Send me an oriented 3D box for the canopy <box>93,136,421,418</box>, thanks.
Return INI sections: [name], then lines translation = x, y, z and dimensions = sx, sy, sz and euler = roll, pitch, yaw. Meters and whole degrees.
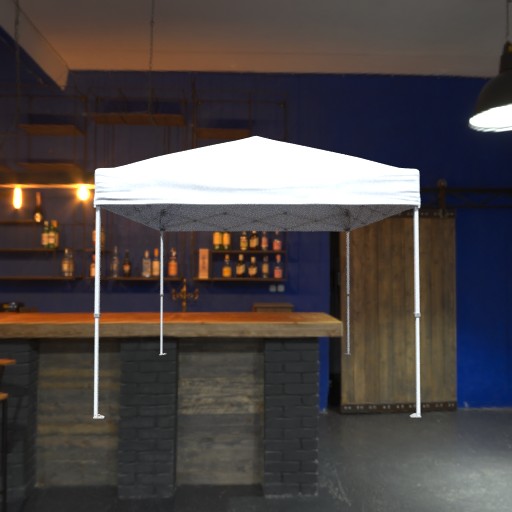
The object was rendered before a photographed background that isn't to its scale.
[canopy]
translation = 0.000, 0.000, 5.515
dimensions = 2.998, 2.997, 2.996
euler = 0, -1, -1
